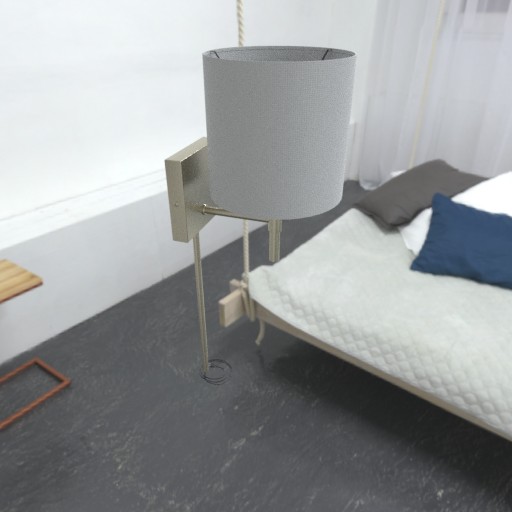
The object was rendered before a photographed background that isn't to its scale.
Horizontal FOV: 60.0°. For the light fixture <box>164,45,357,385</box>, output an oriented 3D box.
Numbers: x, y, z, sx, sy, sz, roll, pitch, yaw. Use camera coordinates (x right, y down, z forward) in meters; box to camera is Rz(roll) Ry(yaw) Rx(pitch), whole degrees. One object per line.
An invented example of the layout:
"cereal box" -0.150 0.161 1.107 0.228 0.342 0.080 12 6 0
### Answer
"light fixture" 0.000 0.000 0.701 0.248 0.589 0.188 10 31 16
